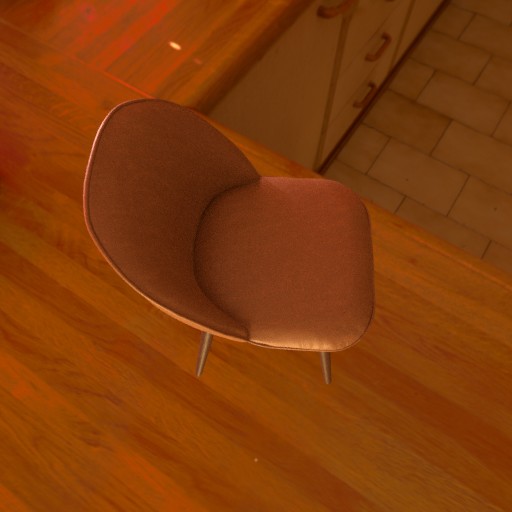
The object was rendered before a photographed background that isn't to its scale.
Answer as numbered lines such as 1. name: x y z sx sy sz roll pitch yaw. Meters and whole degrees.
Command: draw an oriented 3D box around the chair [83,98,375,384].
1. chair: 0.000 0.000 1.201 0.631 0.831 0.521 3 65 1
